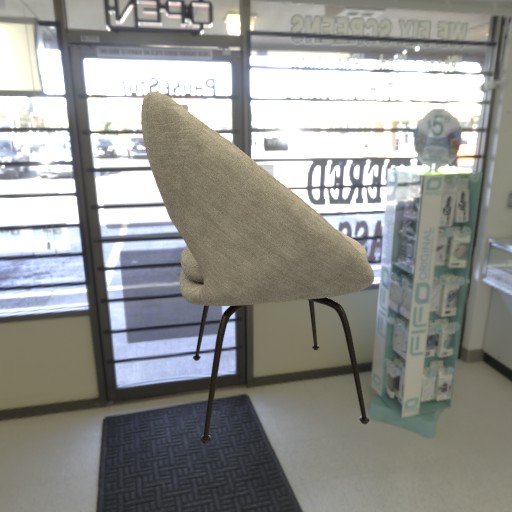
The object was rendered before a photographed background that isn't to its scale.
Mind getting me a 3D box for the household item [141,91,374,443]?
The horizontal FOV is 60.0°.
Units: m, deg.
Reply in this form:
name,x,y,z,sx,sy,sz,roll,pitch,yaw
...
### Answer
name,x,y,z,sx,sy,sz,roll,pitch,yaw
household item,0.000,0.000,1.269,0.587,0.869,0.643,-3,16,-10
